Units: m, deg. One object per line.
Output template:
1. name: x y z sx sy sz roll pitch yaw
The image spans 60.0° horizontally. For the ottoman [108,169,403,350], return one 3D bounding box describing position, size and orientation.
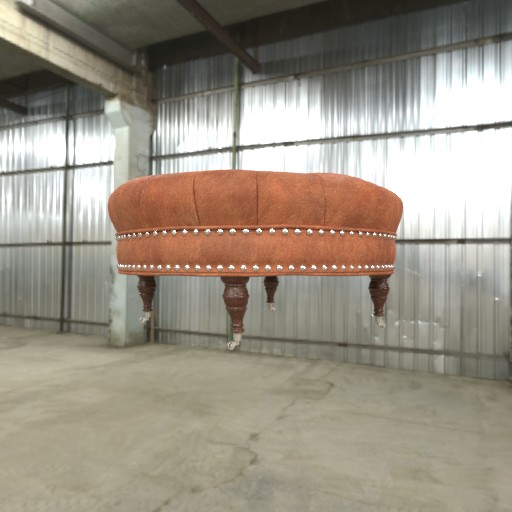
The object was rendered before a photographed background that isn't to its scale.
1. ottoman: 0.000 0.000 1.415 0.901 0.444 0.901 0 -1 0
